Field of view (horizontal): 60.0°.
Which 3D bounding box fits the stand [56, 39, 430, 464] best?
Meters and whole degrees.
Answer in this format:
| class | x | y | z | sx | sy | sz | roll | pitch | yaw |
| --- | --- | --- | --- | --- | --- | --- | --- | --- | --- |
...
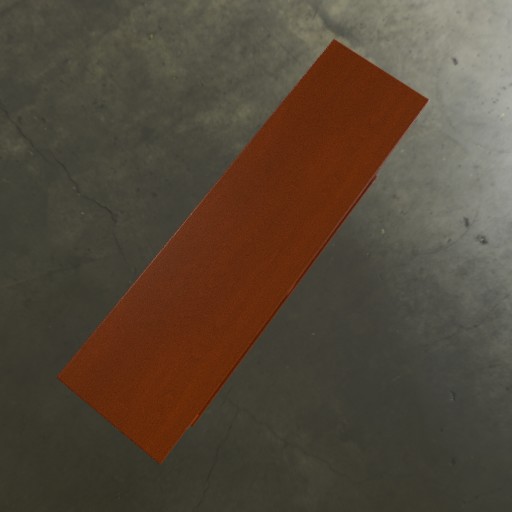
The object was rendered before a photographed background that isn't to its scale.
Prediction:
| class | x | y | z | sx | sy | sz | roll | pitch | yaw |
| --- | --- | --- | --- | --- | --- | --- | --- | --- | --- |
| stand | 0.000 | 0.000 | 1.712 | 0.381 | 0.762 | 1.372 | 36 | 80 | 7 |
